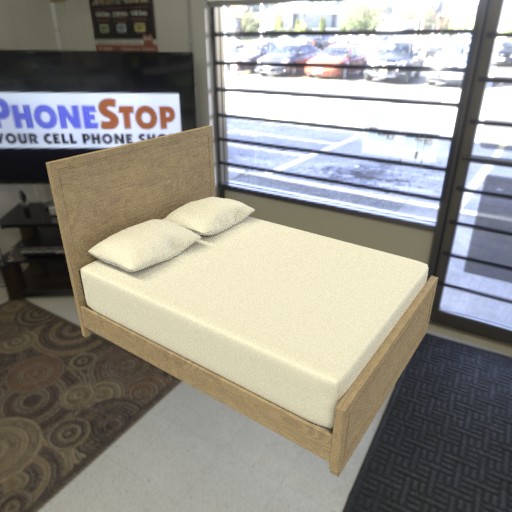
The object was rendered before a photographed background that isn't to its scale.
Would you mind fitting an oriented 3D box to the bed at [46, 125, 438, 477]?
[{"bbox_3d":[0.000,0.000,3.185,2.189,1.369,1.606,18,31,31],"label":"bed"}]
